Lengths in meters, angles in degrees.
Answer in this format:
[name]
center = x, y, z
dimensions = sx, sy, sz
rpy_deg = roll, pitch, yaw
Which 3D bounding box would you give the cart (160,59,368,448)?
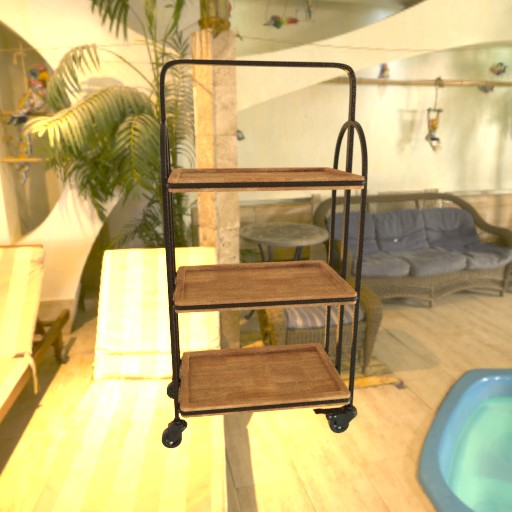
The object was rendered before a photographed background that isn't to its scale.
[cart]
center = 0.000, 0.000, 1.232
dimensions = 0.553, 1.001, 0.327
rpy_deg = -2, 16, -8
